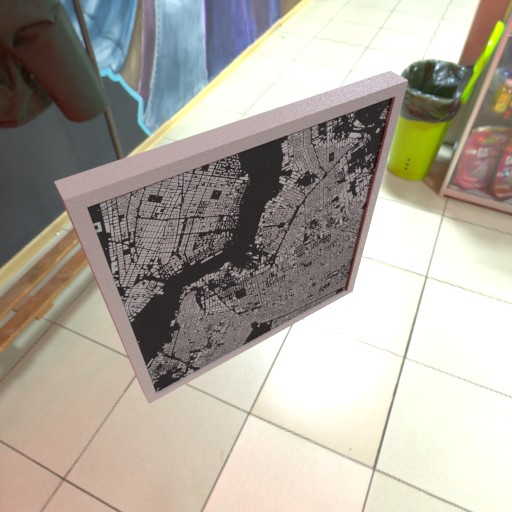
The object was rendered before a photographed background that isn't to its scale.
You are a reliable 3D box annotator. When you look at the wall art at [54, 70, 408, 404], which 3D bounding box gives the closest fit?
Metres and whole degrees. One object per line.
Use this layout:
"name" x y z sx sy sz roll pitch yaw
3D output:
"wall art" 0.000 0.000 0.758 0.506 0.506 0.038 -25 52 -21
